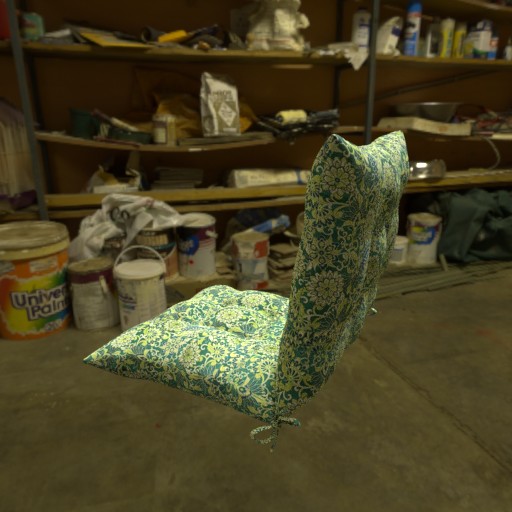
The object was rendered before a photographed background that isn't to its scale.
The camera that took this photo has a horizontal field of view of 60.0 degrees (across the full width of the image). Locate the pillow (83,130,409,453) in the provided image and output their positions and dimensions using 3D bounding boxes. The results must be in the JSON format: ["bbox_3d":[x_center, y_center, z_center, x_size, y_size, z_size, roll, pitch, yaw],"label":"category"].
[{"bbox_3d":[0.000,0.000,0.980,0.585,0.536,0.541,9,19,26],"label":"pillow"}]
